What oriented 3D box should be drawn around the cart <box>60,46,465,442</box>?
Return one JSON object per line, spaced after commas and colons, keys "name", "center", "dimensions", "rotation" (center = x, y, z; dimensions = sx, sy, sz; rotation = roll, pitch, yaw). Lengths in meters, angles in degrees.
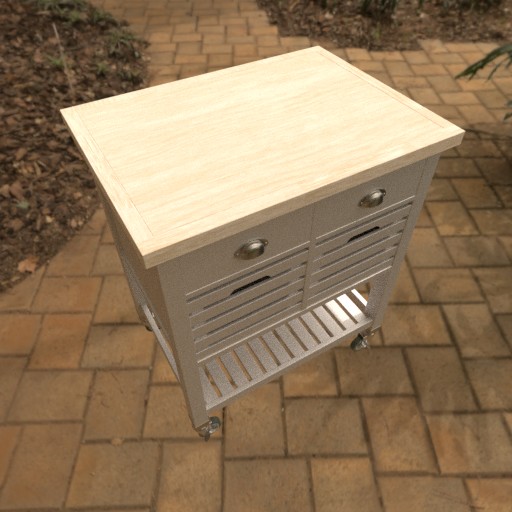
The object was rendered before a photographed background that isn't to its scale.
{"name": "cart", "center": [0.000, 0.000, 1.358], "dimensions": [0.762, 0.914, 0.559], "rotation": [-23, 51, -20]}
